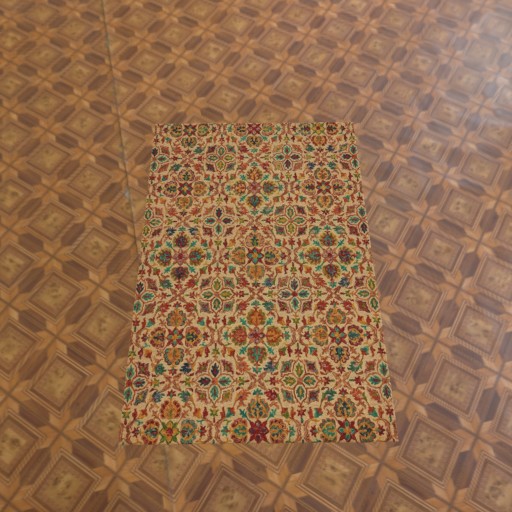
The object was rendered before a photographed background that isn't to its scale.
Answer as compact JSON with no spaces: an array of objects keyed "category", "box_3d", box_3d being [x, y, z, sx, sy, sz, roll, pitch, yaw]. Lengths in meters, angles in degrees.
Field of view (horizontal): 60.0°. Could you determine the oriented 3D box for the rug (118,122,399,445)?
[{"category":"rug","box_3d":[0.000,0.000,2.936,1.541,0.018,2.297,-1,64,0]}]
